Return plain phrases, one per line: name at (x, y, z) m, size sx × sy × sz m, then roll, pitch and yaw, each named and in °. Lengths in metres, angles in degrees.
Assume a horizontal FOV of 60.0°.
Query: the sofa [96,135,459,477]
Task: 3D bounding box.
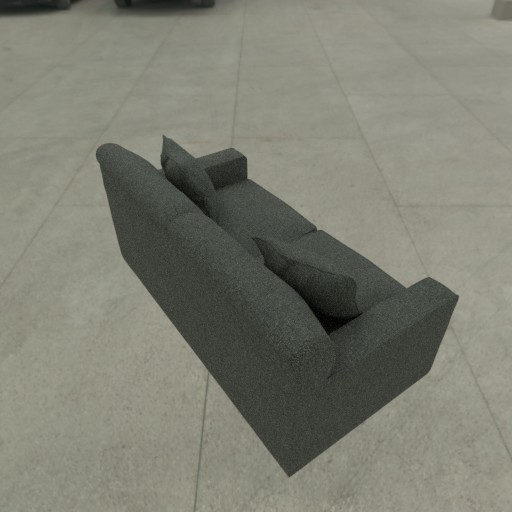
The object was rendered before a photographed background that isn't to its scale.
sofa at (0.000, 0.000, 2.432) m, size 0.998 × 0.958 × 1.846 m, roll -24°, pitch 45°, yaw -27°
